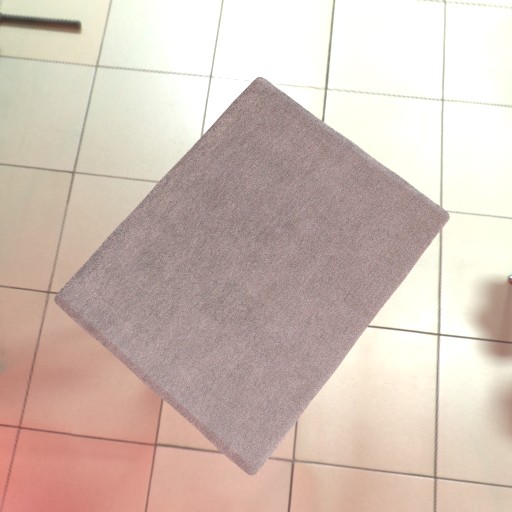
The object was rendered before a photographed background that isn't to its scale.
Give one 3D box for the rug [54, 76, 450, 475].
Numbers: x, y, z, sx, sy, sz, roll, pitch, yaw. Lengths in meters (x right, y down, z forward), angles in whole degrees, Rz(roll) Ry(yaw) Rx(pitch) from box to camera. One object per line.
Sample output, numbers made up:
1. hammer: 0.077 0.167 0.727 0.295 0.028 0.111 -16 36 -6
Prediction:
1. rug: 0.000 0.000 4.012 2.332 0.027 2.933 39 80 8
